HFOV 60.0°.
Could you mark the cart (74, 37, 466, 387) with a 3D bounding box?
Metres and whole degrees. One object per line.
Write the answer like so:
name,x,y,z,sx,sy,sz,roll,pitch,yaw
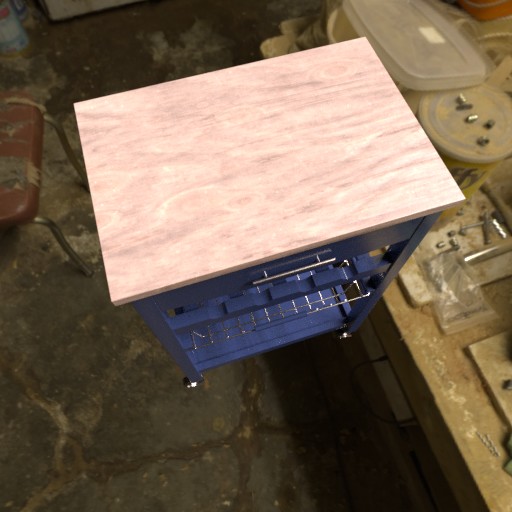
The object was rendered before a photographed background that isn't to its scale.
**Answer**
cart,0.000,0.000,1.134,0.584,0.839,0.403,-16,66,-8
